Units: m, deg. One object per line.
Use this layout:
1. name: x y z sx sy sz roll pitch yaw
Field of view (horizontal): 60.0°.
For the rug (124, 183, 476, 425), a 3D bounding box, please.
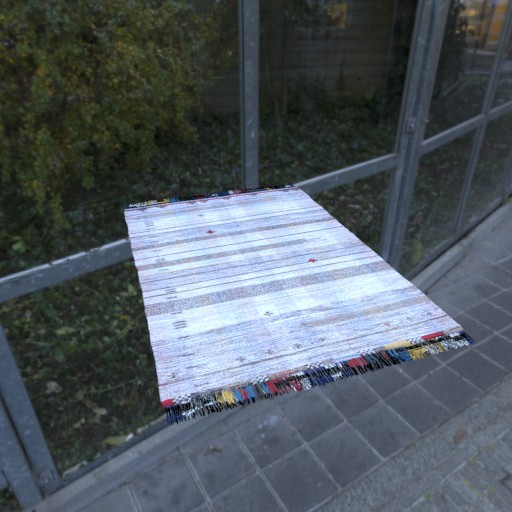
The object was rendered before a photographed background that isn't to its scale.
1. rug: 0.000 0.000 2.298 1.217 0.012 1.848 -10 31 -16
